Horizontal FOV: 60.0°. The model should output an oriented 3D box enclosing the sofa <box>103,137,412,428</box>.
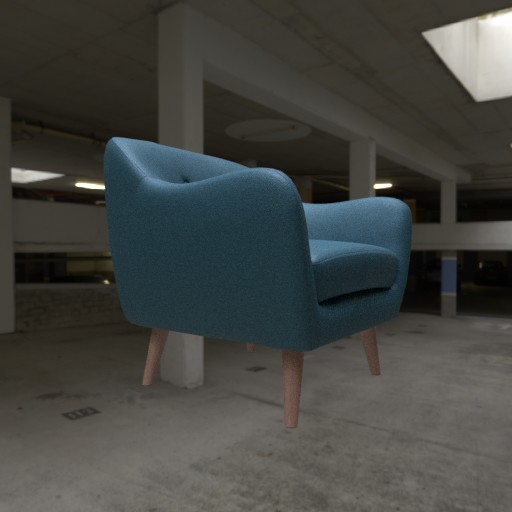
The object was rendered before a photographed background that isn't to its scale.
[{"bbox_3d":[0.000,0.000,1.490,0.825,0.817,0.836,1,2,37],"label":"sofa"}]
